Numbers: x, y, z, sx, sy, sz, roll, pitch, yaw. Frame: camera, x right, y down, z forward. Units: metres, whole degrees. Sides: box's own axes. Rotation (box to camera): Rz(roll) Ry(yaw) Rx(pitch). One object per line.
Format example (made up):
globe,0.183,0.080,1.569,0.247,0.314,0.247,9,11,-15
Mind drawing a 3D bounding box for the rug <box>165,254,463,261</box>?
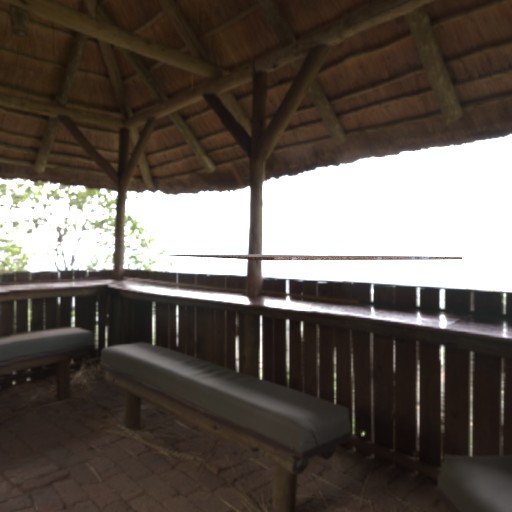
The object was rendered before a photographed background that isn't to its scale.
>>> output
rug,0.000,0.000,2.643,0.750,0.011,2.435,0,0,-19
